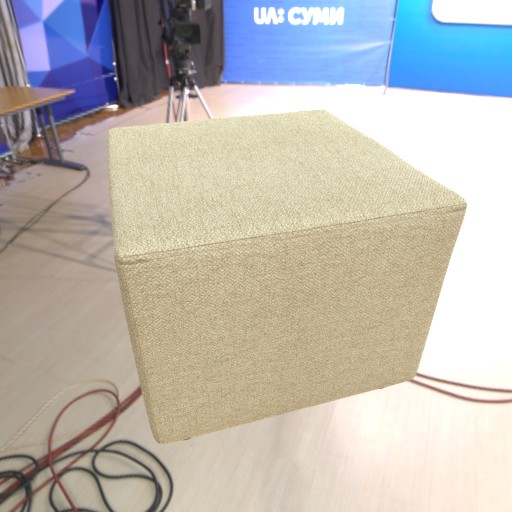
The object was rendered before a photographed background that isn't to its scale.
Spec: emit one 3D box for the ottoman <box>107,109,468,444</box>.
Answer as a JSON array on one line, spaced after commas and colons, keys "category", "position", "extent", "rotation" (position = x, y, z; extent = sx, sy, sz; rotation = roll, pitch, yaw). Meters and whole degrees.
[{"category": "ottoman", "position": [0.000, 0.000, 0.877], "extent": [0.508, 0.432, 0.508], "rotation": [-10, 35, -14]}]
